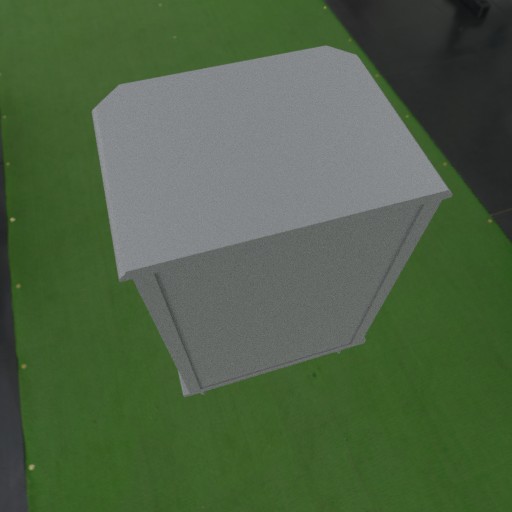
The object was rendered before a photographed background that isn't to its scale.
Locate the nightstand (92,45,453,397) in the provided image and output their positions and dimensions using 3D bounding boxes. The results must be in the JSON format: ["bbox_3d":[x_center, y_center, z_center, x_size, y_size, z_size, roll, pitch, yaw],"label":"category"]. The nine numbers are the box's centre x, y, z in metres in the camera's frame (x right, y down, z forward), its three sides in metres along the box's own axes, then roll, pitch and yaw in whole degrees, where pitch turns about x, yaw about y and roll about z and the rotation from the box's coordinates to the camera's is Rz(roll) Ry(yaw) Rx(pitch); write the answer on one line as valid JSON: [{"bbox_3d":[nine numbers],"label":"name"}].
[{"bbox_3d":[0.000,0.000,0.929,0.450,0.680,0.350,-15,60,-9],"label":"nightstand"}]
